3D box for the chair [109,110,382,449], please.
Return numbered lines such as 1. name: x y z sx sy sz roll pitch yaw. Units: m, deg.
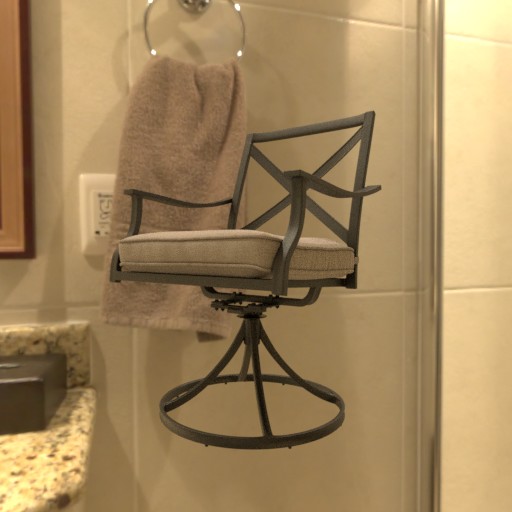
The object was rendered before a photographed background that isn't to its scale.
1. chair: 0.000 0.000 1.285 0.575 0.889 0.620 1 2 36
